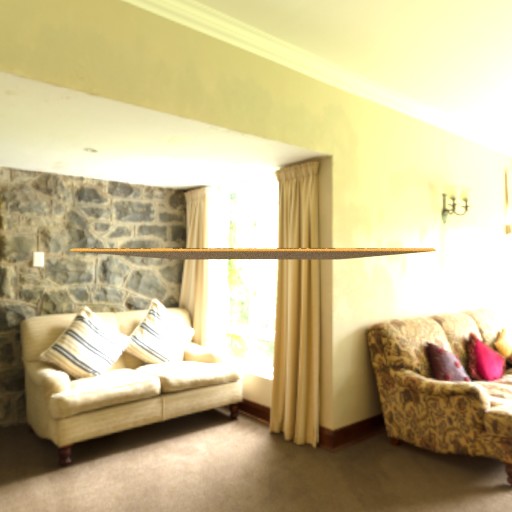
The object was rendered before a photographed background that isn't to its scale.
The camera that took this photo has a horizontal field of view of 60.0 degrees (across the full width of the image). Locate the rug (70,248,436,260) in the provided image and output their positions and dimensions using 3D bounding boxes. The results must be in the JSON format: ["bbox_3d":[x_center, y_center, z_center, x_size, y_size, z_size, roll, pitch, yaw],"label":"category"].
[{"bbox_3d":[0.000,0.000,2.954,1.514,0.014,2.275,0,-1,1],"label":"rug"}]
